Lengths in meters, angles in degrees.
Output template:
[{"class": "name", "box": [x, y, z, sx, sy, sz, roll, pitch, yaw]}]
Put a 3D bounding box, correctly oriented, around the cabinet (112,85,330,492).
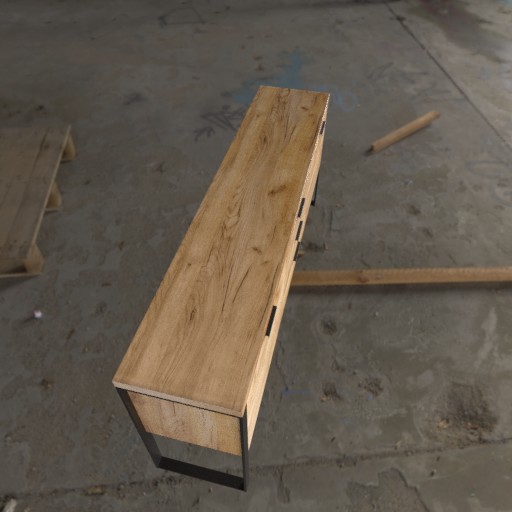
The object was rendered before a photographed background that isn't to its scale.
[{"class": "cabinet", "box": [0.000, 0.000, 2.091, 0.395, 0.762, 1.800, 10, 48, 9]}]
